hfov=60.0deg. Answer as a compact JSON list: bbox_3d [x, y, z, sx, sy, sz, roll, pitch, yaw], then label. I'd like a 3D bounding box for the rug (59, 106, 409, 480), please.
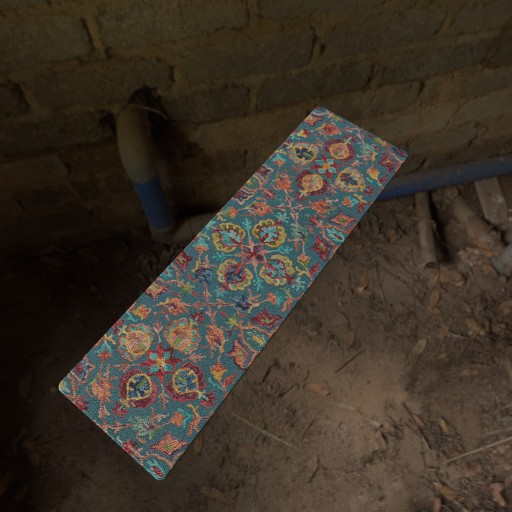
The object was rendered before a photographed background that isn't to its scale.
[{"bbox_3d":[0.000,0.000,2.449,0.686,0.013,2.286,34,68,16],"label":"rug"}]
